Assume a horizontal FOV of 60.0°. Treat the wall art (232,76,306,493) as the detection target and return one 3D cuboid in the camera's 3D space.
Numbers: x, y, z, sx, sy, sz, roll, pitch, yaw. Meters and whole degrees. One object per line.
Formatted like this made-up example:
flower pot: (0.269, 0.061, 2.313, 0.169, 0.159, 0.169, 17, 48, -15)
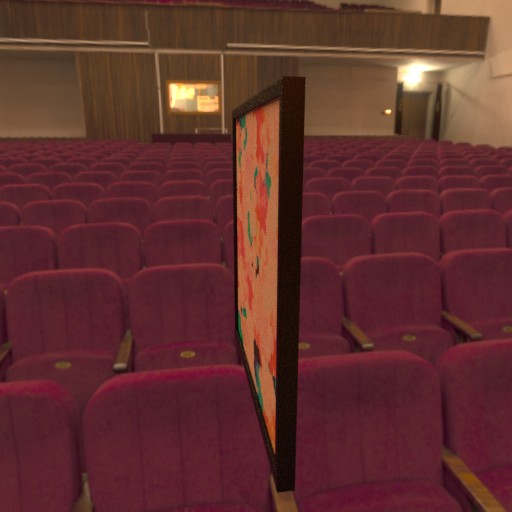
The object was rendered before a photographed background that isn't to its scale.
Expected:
wall art: (0.000, 0.000, 1.130, 0.036, 0.755, 0.756, -2, 14, -9)
